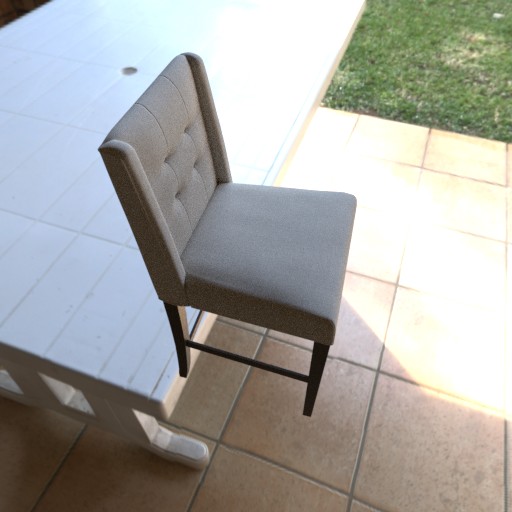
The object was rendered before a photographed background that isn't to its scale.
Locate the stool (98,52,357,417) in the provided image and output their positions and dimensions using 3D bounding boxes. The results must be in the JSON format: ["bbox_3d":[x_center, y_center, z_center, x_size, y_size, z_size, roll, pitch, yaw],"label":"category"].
[{"bbox_3d":[0.000,0.000,1.263,0.509,0.939,0.474,11,49,10],"label":"stool"}]
